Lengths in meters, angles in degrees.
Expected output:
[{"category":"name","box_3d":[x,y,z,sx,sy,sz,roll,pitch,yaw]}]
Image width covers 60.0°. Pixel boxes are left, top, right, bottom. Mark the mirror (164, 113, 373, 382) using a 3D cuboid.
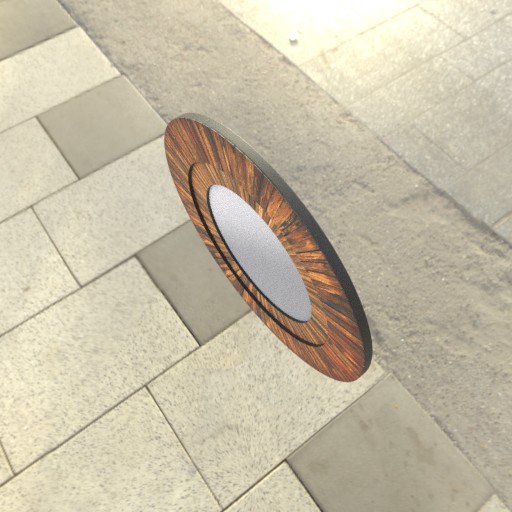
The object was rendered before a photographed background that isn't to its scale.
[{"category":"mirror","box_3d":[0.000,0.000,1.589,0.036,1.077,1.077,-36,68,-17]}]
